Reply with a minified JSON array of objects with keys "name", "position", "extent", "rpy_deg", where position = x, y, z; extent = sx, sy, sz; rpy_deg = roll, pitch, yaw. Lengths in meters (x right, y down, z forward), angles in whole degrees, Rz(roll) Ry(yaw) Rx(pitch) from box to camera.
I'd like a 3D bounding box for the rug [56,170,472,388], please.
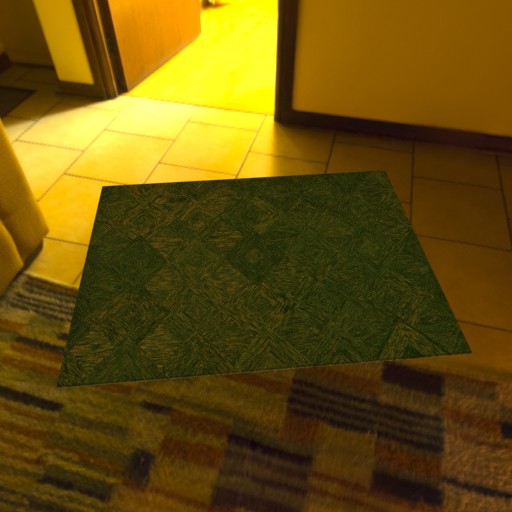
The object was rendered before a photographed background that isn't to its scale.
[{"name":"rug","position":[0.000,0.000,4.222],"extent":[3.217,0.027,2.405],"rpy_deg":[-4,47,-4]}]
